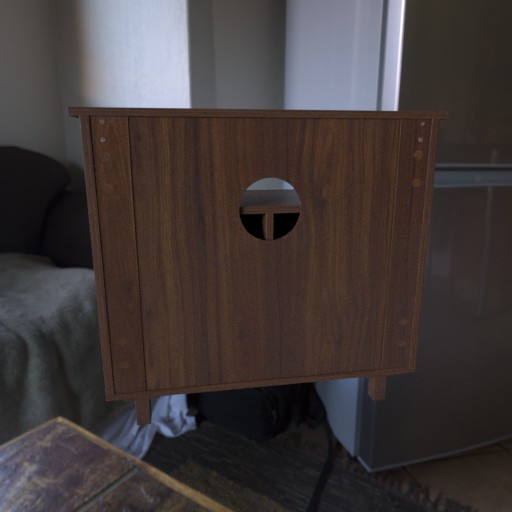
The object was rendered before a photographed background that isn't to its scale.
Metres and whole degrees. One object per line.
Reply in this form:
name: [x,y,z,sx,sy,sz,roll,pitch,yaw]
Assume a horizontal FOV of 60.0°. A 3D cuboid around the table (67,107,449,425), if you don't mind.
table: [0.000,0.000,1.192,0.802,0.725,0.390,-3,15,-10]
